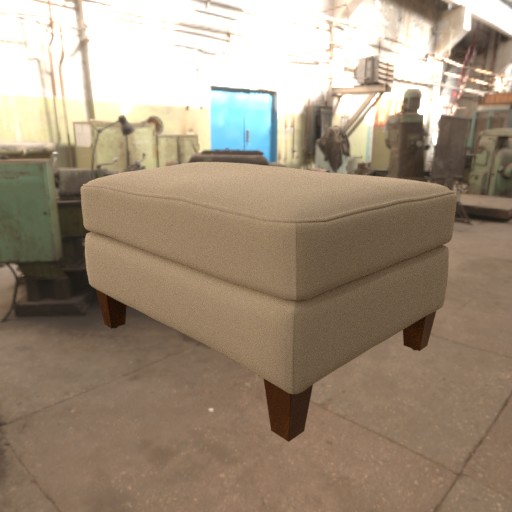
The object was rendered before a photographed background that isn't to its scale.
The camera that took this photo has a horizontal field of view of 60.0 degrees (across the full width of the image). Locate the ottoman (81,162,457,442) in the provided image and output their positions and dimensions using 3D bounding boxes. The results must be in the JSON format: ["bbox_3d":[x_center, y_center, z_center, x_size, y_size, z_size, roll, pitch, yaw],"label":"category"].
[{"bbox_3d":[0.000,0.000,1.204,0.634,0.485,0.818,-14,21,-42],"label":"ottoman"}]
